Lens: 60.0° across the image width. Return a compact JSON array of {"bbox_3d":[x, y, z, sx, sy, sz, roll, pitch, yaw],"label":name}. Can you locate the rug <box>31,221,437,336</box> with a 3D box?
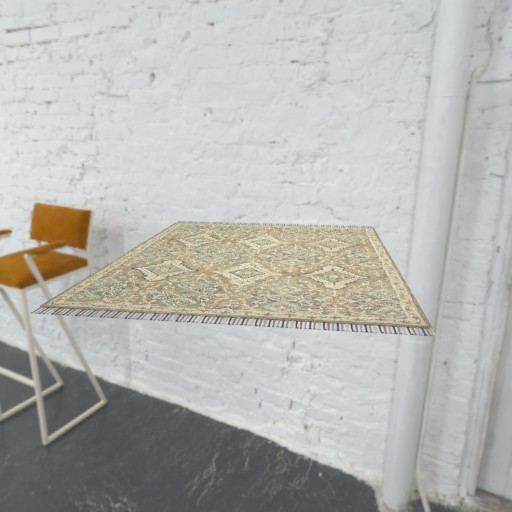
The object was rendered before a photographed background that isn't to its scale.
[{"bbox_3d":[0.000,0.000,4.057,2.437,0.010,3.056,2,15,8],"label":"rug"}]
